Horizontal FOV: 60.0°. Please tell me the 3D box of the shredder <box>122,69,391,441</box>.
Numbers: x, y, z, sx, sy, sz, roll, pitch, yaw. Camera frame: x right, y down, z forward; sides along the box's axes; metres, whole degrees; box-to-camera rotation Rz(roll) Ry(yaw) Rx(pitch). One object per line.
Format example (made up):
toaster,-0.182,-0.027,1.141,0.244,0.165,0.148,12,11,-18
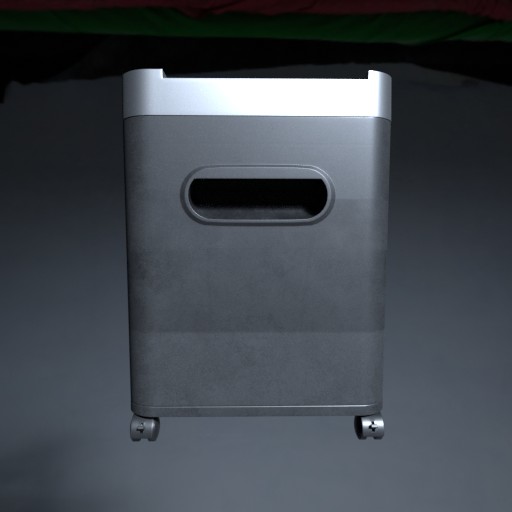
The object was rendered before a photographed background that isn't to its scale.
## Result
shredder,0.000,0.000,0.601,0.311,0.419,0.237,0,1,-1
